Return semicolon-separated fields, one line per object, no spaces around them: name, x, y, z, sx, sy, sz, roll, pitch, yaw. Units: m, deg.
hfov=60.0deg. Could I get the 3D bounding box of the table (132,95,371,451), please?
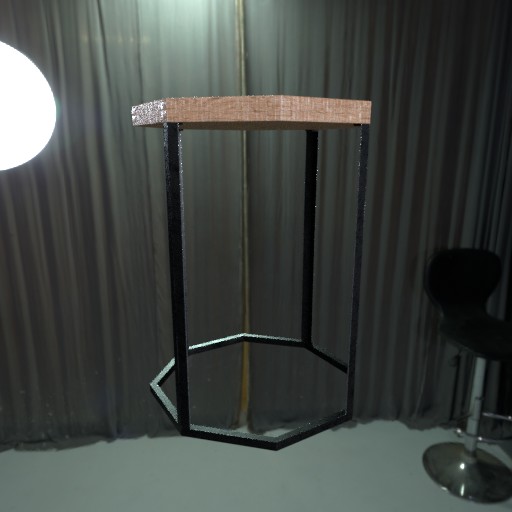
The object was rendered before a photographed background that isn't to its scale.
table;0.000;0.000;0.871;0.437;0.553;0.437;-2;14;-9
